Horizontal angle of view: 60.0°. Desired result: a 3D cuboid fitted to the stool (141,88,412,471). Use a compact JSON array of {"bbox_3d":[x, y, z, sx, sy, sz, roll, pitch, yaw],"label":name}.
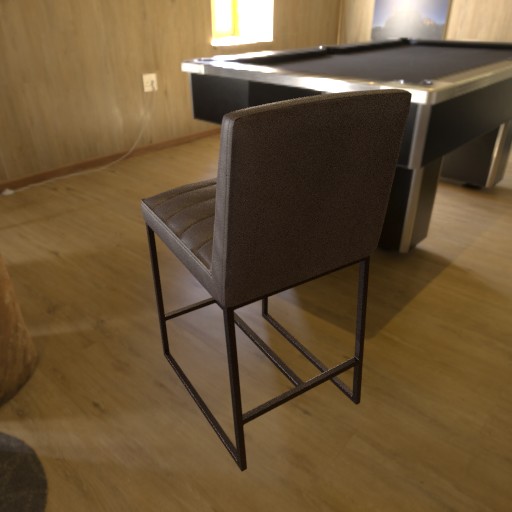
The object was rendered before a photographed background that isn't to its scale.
[{"bbox_3d":[0.000,0.000,1.253,0.463,0.946,0.562,-18,35,-28],"label":"stool"}]
